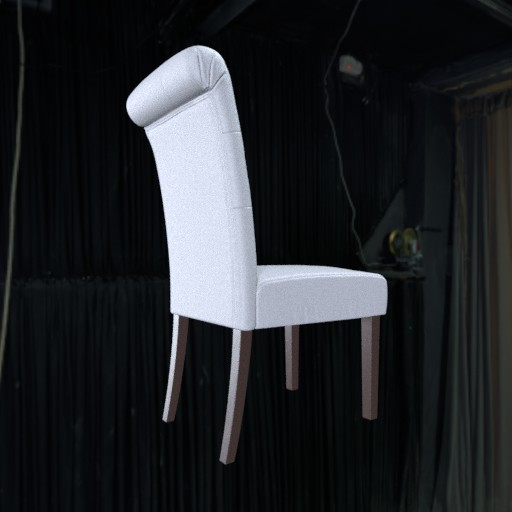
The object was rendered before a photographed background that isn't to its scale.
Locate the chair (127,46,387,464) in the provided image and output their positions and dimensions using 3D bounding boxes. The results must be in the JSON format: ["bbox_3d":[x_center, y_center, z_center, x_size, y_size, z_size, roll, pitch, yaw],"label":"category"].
[{"bbox_3d":[0.000,0.000,1.347,0.671,1.006,0.456,0,0,-36],"label":"chair"}]
